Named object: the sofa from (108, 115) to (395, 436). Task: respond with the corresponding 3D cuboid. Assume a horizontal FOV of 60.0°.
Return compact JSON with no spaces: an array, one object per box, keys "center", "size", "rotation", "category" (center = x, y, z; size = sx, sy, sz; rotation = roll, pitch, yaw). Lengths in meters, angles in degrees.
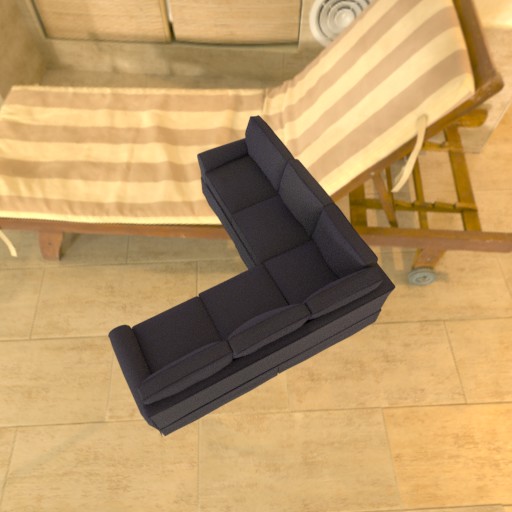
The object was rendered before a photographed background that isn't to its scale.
[{"center":[0.000,0.000,5.034],"size":[2.874,1.169,3.773],"rotation":[3,59,2],"category":"sofa"}]
